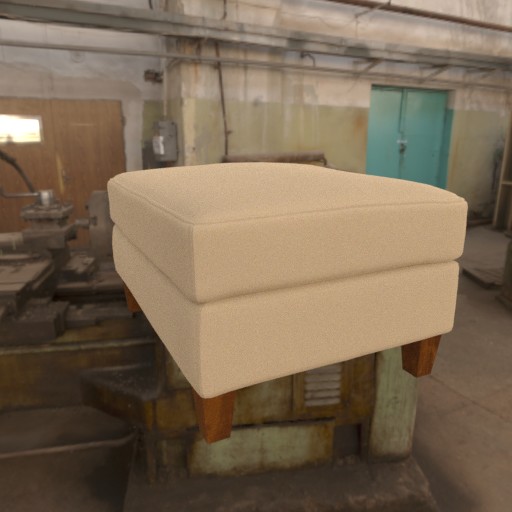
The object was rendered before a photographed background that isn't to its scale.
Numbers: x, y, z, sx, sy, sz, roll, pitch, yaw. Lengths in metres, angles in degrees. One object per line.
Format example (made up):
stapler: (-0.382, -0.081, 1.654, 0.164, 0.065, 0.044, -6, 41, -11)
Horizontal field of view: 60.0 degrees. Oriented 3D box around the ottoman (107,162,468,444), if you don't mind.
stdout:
ottoman: (0.000, 0.000, 1.185, 0.634, 0.485, 0.818, -7, 17, -25)
